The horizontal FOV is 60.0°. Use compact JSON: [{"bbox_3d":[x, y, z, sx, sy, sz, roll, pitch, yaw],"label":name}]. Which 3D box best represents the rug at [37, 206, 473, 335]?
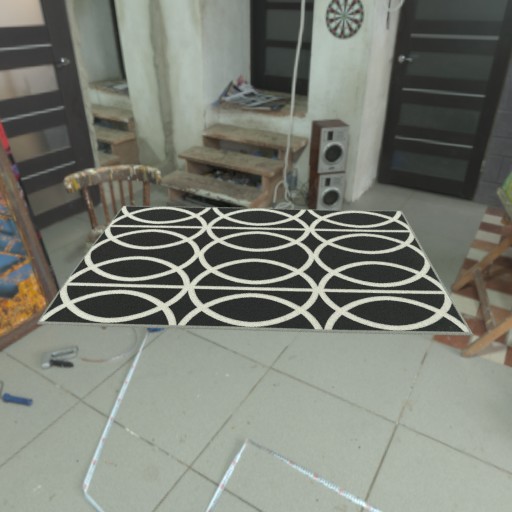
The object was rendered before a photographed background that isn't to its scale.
[{"bbox_3d":[0.000,0.000,2.961,2.290,0.014,1.526,1,30,2],"label":"rug"}]
